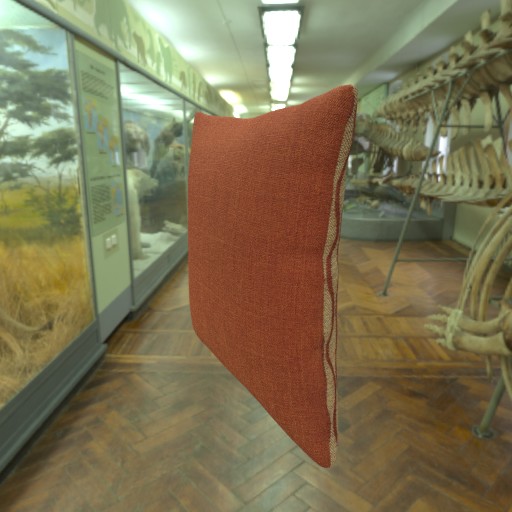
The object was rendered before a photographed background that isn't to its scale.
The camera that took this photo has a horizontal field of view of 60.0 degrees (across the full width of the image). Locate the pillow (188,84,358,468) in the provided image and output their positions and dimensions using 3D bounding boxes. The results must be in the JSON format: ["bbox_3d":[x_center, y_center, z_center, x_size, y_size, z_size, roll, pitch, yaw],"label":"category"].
[{"bbox_3d":[0.000,0.000,0.655,0.159,0.434,0.429,-7,15,-27],"label":"pillow"}]
